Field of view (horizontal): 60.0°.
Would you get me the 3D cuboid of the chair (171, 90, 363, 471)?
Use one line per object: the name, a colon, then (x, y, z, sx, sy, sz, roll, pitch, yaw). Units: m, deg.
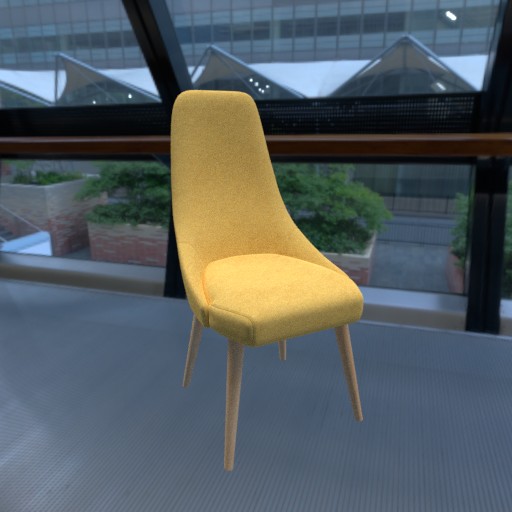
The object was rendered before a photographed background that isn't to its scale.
chair: (0.000, 0.000, 1.439, 0.510, 1.040, 0.660, -9, 19, -26)
